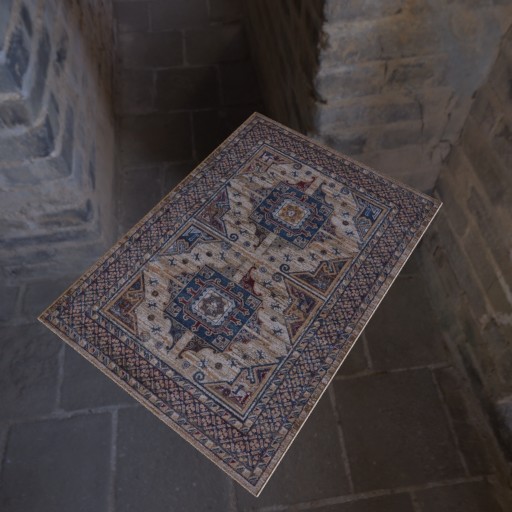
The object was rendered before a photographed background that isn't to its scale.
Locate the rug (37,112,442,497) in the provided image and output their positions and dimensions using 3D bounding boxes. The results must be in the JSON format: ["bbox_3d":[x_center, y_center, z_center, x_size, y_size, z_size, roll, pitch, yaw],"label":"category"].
[{"bbox_3d":[0.000,0.000,2.866,1.611,0.008,2.227,31,63,18],"label":"rug"}]
